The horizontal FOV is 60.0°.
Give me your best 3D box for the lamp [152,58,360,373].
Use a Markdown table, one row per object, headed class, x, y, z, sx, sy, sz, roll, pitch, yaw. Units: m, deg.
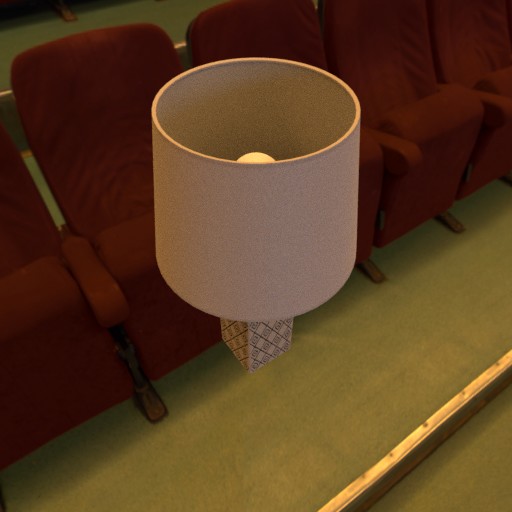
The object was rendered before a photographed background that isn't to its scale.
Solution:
| class | x | y | z | sx | sy | sz | roll | pitch | yaw |
| --- | --- | --- | --- | --- | --- | --- | --- | --- | --- |
| lamp | 0.000 | 0.000 | 0.585 | 0.251 | 0.435 | 0.251 | 0 | 47 | 0 |
